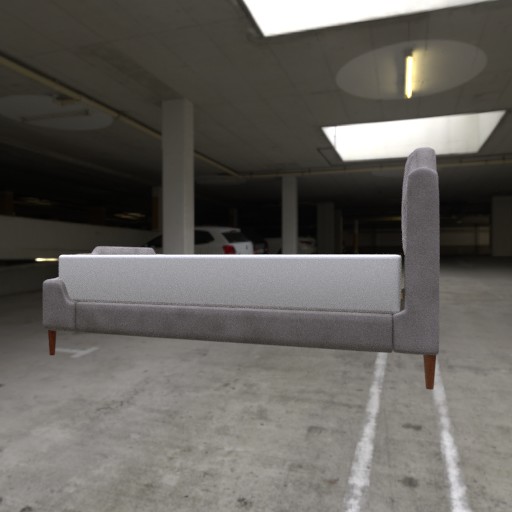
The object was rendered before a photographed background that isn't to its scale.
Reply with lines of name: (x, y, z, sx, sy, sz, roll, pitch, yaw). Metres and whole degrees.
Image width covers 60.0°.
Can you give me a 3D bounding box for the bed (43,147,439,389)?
bed: (0.000, 0.000, 3.203, 2.340, 1.245, 1.676, 0, 0, 18)
